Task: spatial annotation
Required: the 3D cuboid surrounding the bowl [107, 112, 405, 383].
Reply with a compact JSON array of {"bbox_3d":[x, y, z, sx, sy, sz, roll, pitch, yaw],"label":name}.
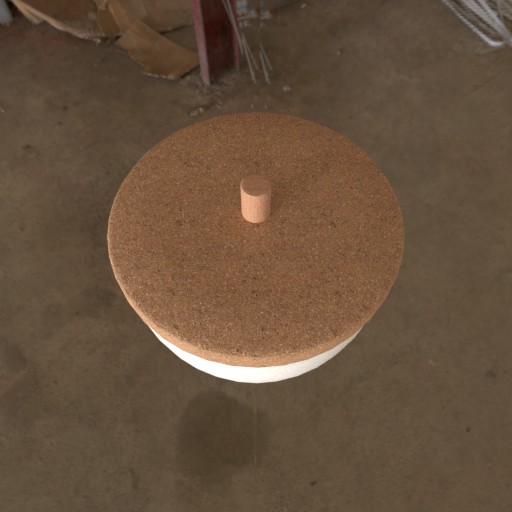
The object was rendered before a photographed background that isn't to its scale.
[{"bbox_3d":[0.000,0.000,0.220,0.126,0.110,0.126,0,60,0],"label":"bowl"}]
